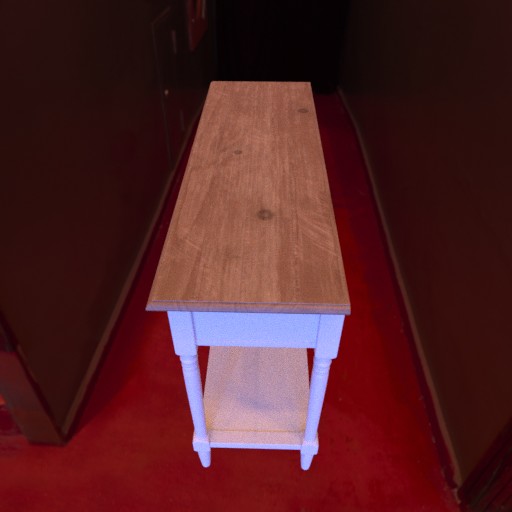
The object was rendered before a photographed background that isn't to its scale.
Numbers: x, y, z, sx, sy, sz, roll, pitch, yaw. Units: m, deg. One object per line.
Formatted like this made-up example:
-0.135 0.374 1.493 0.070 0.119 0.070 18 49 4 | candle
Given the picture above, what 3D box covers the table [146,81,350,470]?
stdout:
0.000 0.000 1.576 0.399 0.800 1.219 1 41 1 | table
